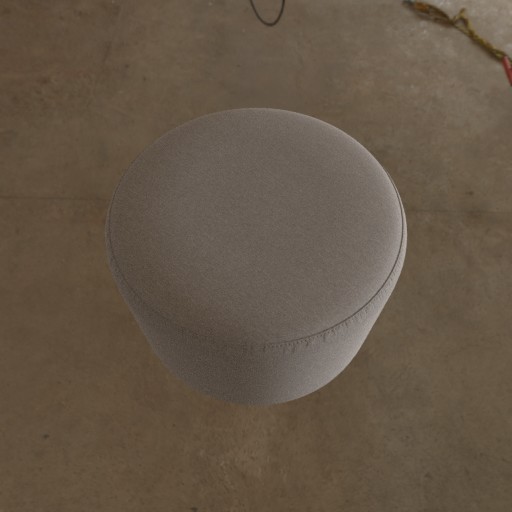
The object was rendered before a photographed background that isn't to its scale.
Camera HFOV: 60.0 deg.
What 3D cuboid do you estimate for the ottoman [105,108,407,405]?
[{"bbox_3d":[0.000,0.000,1.036,0.608,0.433,0.608,0,58,0],"label":"ottoman"}]
